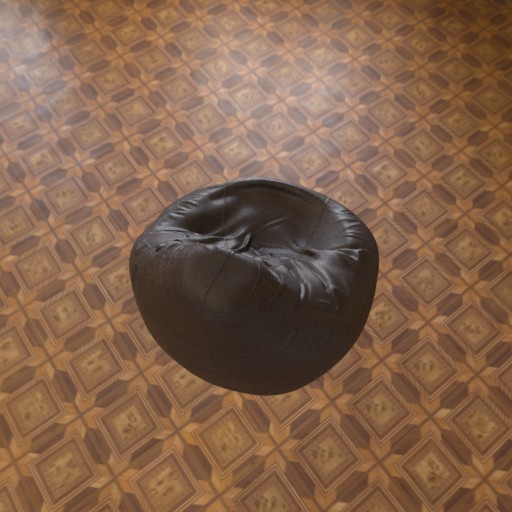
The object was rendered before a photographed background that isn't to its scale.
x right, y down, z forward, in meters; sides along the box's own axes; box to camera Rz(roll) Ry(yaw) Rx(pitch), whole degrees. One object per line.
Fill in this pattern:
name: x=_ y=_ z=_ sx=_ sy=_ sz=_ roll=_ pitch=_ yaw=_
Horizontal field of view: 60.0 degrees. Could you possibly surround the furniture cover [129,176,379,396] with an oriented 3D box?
furniture cover: x=0.000 y=0.000 z=1.894 sx=1.070 sy=0.990 sz=1.070 roll=19 pitch=66 yaw=9
